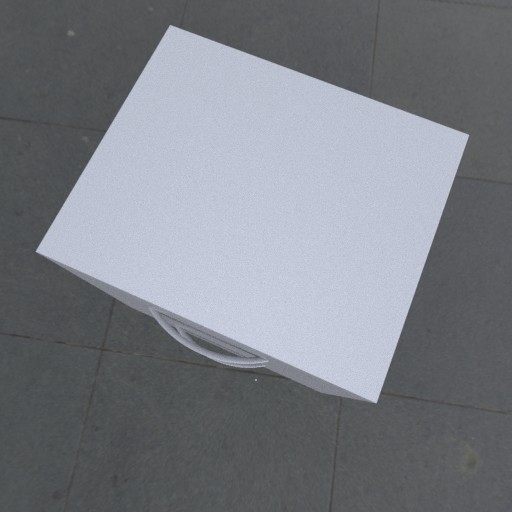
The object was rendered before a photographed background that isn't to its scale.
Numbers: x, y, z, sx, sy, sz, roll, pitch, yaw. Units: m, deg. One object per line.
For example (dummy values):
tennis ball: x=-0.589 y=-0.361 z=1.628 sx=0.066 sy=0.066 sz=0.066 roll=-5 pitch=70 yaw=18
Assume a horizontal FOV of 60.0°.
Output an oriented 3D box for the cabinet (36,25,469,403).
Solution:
cabinet: x=0.000 y=0.000 z=0.734 sx=0.400 sy=0.470 sz=0.360 roll=23 pitch=76 yaw=6
